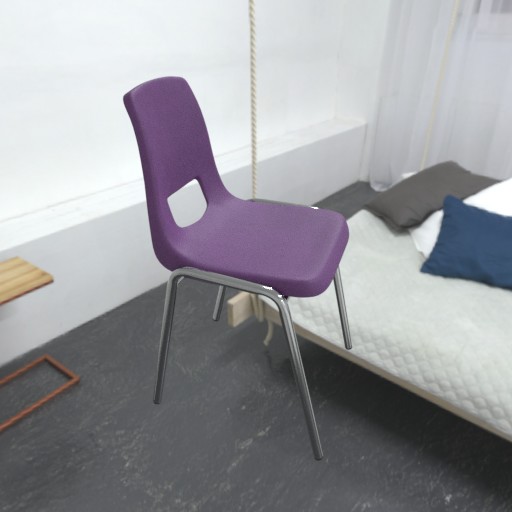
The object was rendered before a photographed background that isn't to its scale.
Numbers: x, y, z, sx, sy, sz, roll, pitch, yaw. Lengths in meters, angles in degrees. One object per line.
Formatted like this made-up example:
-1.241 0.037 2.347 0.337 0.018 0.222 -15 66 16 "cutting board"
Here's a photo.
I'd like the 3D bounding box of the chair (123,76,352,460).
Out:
0.000 0.000 0.966 0.432 0.704 0.381 10 32 17 "chair"
